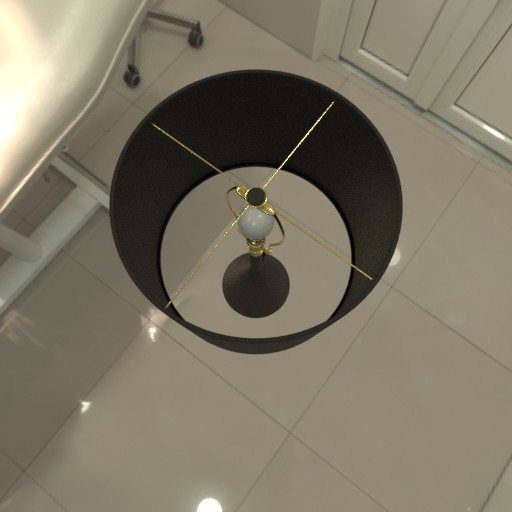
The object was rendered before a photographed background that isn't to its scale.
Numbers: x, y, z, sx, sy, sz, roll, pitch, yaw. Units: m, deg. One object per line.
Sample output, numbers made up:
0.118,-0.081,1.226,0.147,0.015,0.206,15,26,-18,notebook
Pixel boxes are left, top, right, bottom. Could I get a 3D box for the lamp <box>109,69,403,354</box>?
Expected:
0.000,0.000,0.823,0.359,0.584,0.359,36,78,9,lamp
